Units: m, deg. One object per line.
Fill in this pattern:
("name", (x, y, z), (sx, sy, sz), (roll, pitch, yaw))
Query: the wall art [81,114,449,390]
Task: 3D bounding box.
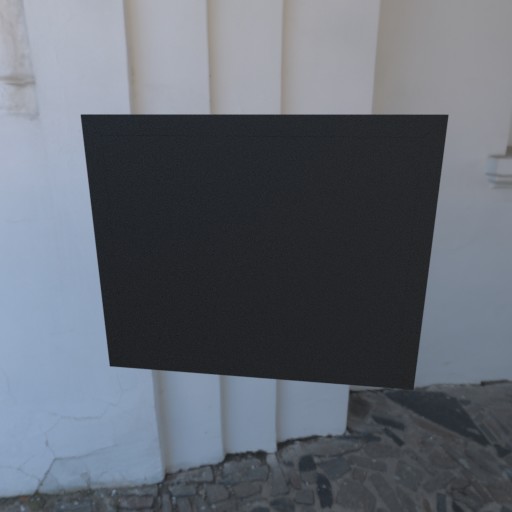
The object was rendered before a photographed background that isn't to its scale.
("wall art", (0.000, 0.000, 0.751), (0.558, 0.457, 0.029), (2, 18, 7))
